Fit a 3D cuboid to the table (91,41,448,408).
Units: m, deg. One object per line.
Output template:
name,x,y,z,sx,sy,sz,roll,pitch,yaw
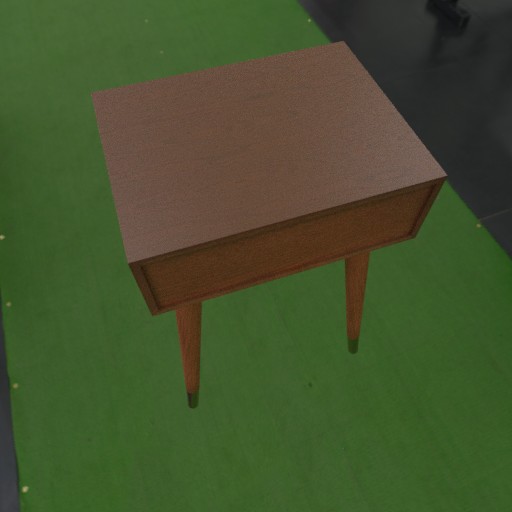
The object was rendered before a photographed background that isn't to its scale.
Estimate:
table,0.000,0.000,0.823,0.406,0.599,0.300,-16,59,-10
